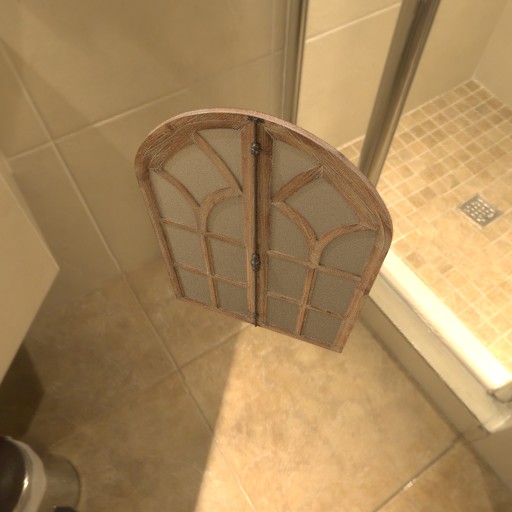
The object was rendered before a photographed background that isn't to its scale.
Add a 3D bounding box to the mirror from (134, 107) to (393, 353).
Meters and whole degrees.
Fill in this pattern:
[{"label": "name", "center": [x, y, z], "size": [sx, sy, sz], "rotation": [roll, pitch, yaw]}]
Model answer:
[{"label": "mirror", "center": [0.000, 0.000, 1.166], "size": [0.609, 0.915, 0.032], "rotation": [17, 59, 10]}]
